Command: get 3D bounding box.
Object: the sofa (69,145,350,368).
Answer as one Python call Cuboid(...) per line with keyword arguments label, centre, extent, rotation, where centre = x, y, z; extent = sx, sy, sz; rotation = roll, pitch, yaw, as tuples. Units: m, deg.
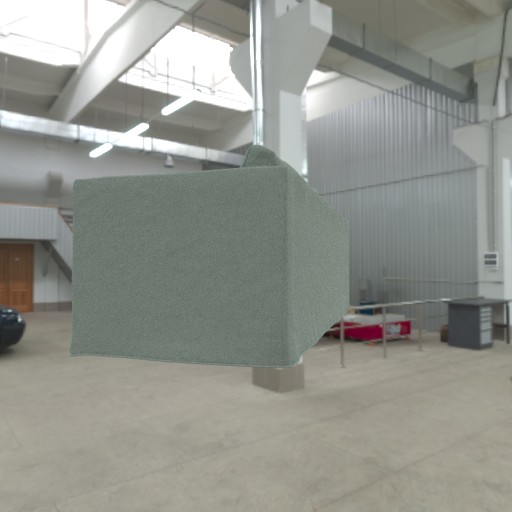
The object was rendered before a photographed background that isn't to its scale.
Cuboid(label="sofa", centre=(0.000, 0.000, 2.781), extent=(0.962, 0.853, 2.312), rotation=(0, -1, 17))
